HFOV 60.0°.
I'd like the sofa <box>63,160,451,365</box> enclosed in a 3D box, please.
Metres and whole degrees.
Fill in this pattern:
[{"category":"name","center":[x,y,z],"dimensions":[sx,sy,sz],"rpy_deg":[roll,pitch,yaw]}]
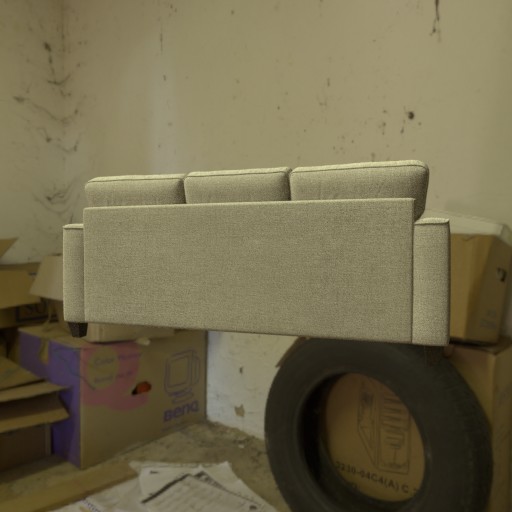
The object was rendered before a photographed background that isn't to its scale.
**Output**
[{"category":"sofa","center":[0.000,0.000,2.724],"dimensions":[2.133,0.965,0.939],"rpy_deg":[0,2,18]}]
